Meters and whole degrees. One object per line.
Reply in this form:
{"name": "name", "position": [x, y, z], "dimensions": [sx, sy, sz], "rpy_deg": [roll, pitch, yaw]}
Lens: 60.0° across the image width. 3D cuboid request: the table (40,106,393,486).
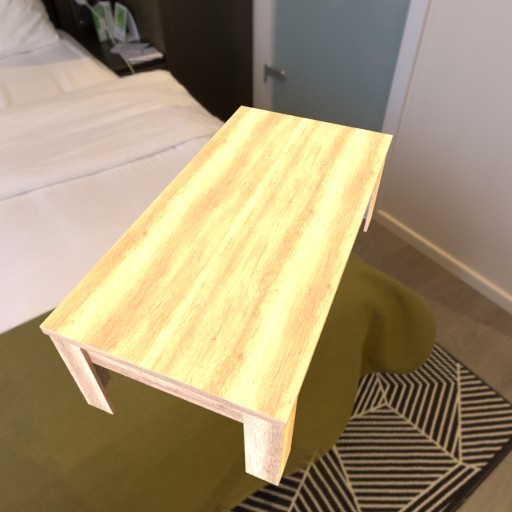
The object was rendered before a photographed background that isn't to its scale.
{"name": "table", "position": [0.000, 0.000, 1.695], "dimensions": [0.700, 0.460, 1.350], "rpy_deg": [16, 47, 15]}
